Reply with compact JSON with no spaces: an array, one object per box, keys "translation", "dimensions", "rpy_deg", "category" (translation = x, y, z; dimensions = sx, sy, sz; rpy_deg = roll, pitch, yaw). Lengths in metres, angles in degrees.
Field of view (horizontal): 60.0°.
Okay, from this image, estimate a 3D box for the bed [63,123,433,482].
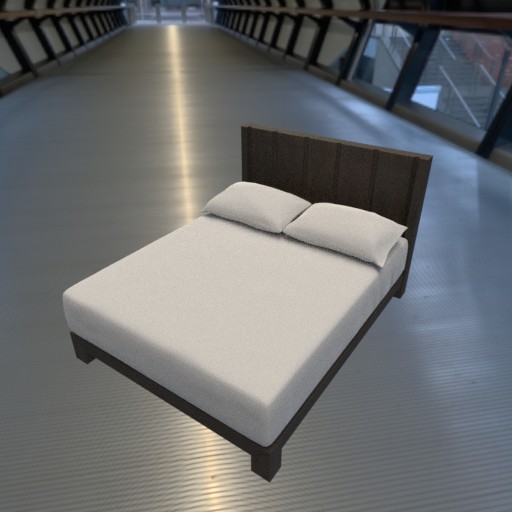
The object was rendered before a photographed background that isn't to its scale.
[{"translation":[0.000,0.000,3.326],"dimensions":[1.727,1.270,2.242],"rpy_deg":[19,36,29],"category":"bed"}]
